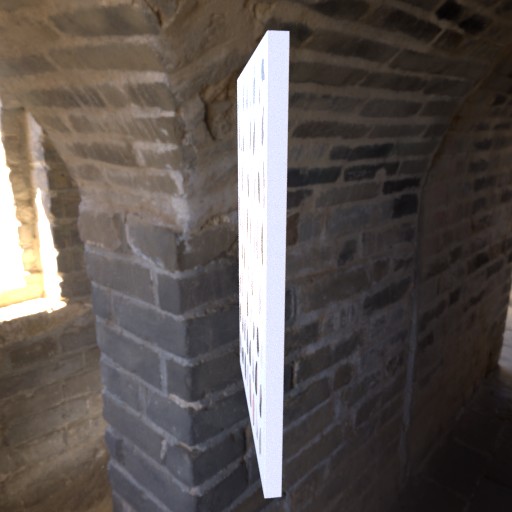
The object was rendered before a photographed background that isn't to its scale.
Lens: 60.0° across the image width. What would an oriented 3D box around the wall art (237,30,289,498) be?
[{"bbox_3d":[0.000,0.000,0.749,0.025,0.608,0.405,-2,15,-7],"label":"wall art"}]
